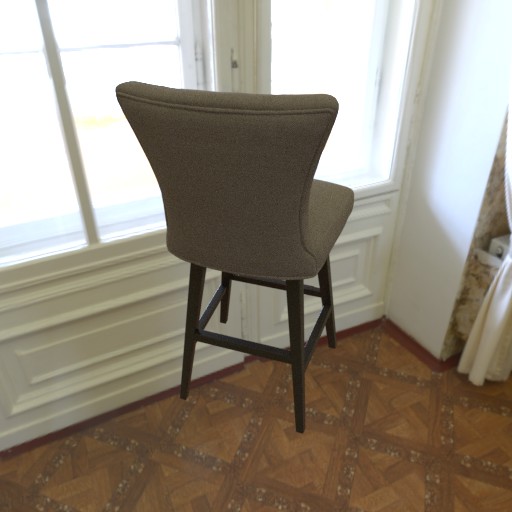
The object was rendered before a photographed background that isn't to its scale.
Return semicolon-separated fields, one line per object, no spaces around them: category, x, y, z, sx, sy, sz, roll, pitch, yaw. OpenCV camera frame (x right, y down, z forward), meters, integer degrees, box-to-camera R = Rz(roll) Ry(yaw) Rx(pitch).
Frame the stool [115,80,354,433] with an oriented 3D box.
stool;0.000;0.000;1.393;0.514;1.086;0.574;10;33;16
